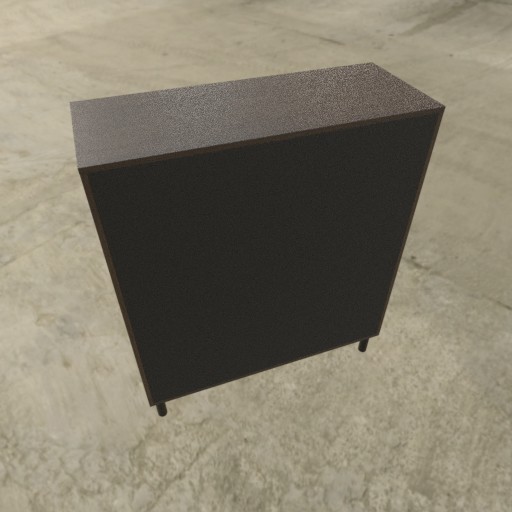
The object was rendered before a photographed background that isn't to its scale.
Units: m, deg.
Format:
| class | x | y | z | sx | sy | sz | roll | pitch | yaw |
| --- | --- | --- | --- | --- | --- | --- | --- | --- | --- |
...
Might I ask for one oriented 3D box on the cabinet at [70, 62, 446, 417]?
| class | x | y | z | sx | sy | sz | roll | pitch | yaw |
| --- | --- | --- | --- | --- | --- | --- | --- | --- | --- |
| cabinet | 0.000 | 0.000 | 1.666 | 1.010 | 1.170 | 0.400 | -14 | 43 | -15 |
